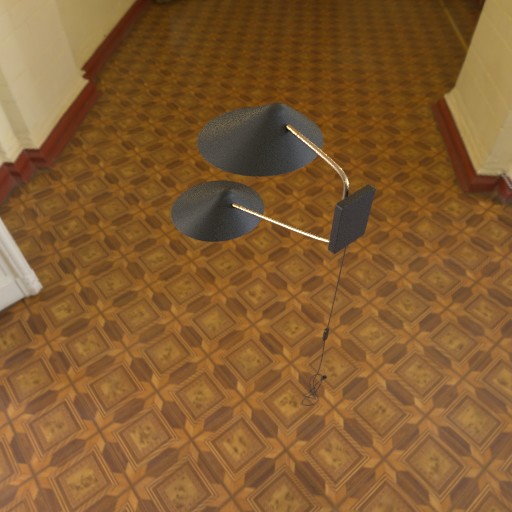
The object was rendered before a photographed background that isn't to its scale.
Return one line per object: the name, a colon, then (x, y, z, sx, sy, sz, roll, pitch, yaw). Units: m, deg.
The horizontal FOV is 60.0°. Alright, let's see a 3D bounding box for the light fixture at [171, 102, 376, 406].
light fixture: (0.000, 0.000, 0.857, 0.189, 0.665, 0.422, -32, 55, -26)
